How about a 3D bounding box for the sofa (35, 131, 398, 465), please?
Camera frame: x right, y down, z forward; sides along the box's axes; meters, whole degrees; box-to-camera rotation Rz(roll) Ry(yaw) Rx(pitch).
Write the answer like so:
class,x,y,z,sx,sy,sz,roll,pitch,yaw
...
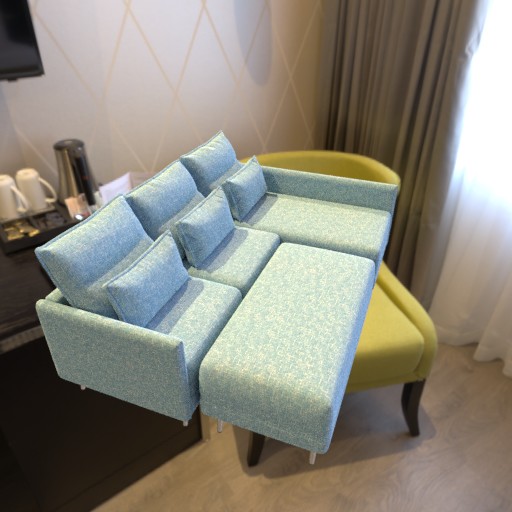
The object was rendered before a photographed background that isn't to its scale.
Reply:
class,x,y,z,sx,sy,sz,roll,pitch,yaw
sofa,0.000,0.000,2.718,1.420,0.899,2.034,12,34,18
